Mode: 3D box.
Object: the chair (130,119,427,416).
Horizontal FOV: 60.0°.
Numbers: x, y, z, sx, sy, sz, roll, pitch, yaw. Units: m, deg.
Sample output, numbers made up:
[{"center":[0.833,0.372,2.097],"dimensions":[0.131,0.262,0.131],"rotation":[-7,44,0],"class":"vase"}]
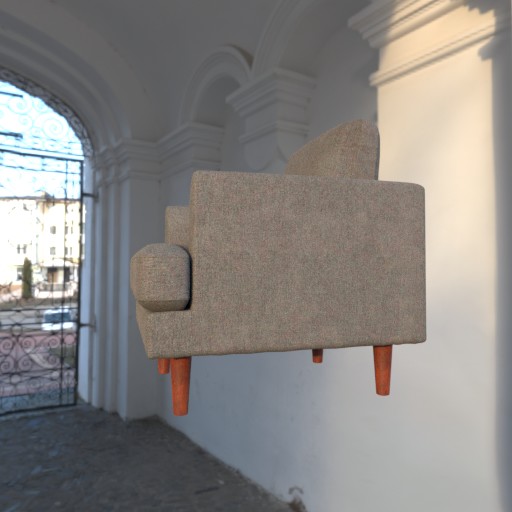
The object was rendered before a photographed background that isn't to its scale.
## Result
[{"center":[0.000,0.000,1.672],"dimensions":[0.899,0.957,0.858],"rotation":[0,-1,-17],"class":"chair"}]
